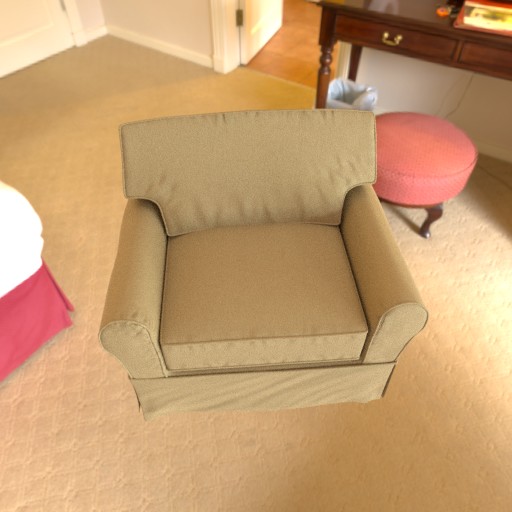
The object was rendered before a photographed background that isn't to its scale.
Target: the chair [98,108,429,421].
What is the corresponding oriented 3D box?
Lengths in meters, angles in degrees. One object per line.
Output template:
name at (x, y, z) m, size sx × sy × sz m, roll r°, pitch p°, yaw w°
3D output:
chair at (0.000, 0.000, 1.778) m, size 1.096 × 0.937 × 0.903 m, roll -3°, pitch 47°, yaw -3°
